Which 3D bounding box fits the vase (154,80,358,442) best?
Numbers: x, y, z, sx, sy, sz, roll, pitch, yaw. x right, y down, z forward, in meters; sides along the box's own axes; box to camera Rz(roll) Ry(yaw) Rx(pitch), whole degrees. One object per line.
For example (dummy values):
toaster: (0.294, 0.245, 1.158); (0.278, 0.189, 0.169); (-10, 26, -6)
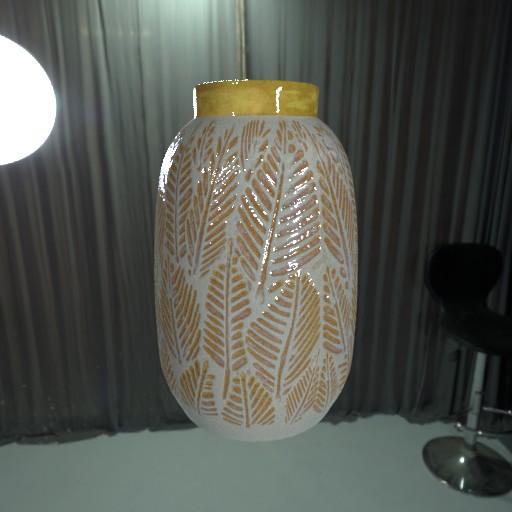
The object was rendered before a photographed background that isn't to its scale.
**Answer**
vase: (0.000, 0.000, 0.378); (0.172, 0.270, 0.172); (0, 15, 0)
